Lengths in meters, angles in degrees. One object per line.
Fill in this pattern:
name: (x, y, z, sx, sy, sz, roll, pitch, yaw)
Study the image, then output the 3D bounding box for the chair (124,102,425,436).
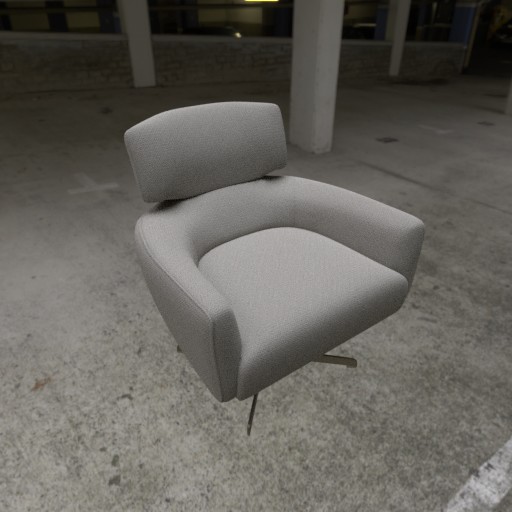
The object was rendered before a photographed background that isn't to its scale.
chair: (0.000, 0.000, 1.406, 0.760, 0.810, 0.730, -21, 37, -31)
